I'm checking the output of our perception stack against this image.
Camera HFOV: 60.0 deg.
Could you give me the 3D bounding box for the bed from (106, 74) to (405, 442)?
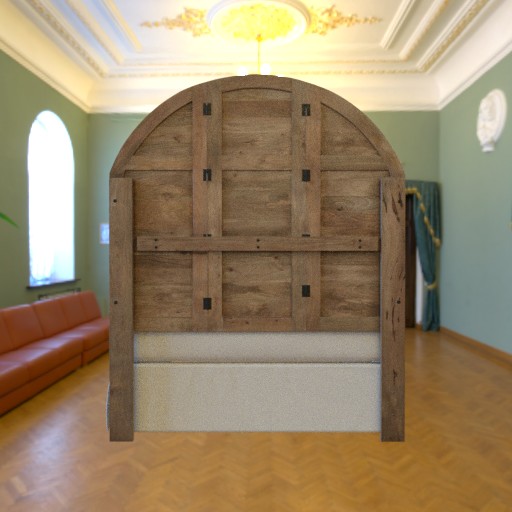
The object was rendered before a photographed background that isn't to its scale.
[{"bbox_3d":[0.000,0.000,3.453,1.713,2.002,2.112,0,0,0],"label":"bed"}]
